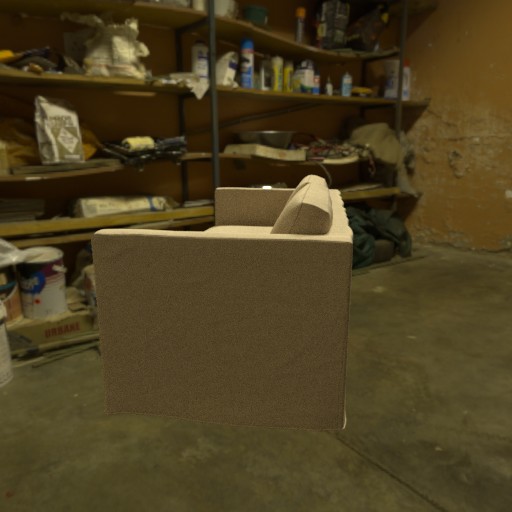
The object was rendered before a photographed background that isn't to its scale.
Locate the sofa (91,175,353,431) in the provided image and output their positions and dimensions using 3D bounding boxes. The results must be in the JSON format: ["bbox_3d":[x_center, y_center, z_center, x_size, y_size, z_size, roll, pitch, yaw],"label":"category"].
[{"bbox_3d":[0.000,0.000,2.492,0.962,0.835,1.959,2,14,9],"label":"sofa"}]
